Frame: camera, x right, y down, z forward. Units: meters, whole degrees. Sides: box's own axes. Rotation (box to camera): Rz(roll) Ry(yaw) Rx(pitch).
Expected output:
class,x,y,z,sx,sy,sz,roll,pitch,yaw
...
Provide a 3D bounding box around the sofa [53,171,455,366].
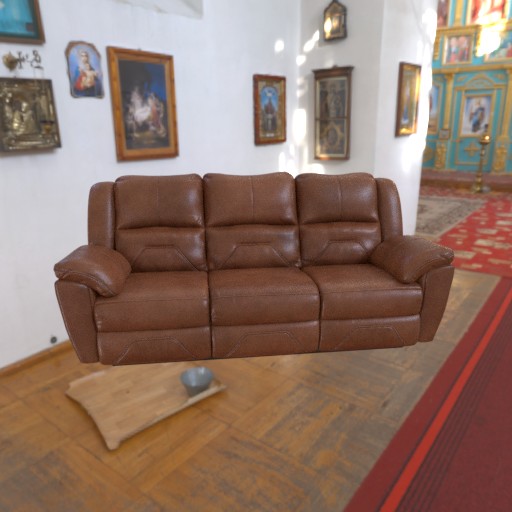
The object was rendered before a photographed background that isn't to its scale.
class,x,y,z,sx,sy,sz,roll,pitch,yaw
sofa,0.000,0.000,2.966,2.337,1.043,0.991,-2,16,-7
